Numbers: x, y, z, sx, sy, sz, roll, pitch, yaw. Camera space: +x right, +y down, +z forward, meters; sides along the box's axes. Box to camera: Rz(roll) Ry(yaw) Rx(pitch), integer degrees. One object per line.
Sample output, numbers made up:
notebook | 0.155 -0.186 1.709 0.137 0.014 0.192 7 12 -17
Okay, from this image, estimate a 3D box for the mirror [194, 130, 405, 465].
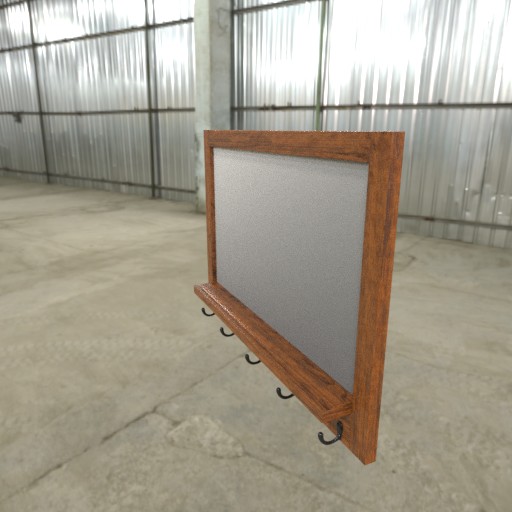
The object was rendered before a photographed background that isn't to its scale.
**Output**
mirror | 0.000 0.000 0.984 0.084 0.537 0.758 -8 18 -25
